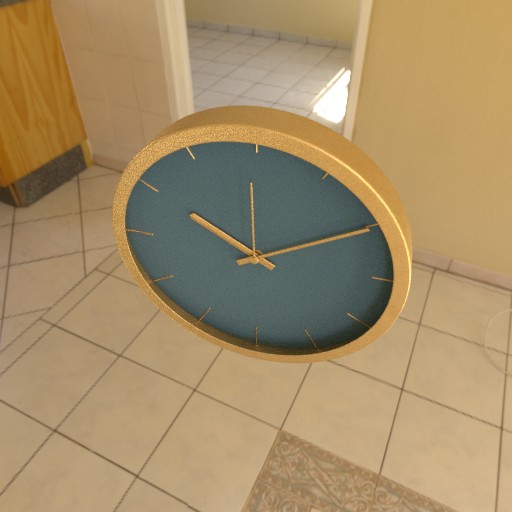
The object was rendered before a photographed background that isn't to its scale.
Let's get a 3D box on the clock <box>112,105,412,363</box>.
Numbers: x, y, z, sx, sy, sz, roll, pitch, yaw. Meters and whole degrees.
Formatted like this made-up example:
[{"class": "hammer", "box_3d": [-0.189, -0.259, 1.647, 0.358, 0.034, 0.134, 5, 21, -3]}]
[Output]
[{"class": "clock", "box_3d": [0.000, 0.000, 0.472, 0.314, 0.314, 0.040, 11, 43, 12]}]
